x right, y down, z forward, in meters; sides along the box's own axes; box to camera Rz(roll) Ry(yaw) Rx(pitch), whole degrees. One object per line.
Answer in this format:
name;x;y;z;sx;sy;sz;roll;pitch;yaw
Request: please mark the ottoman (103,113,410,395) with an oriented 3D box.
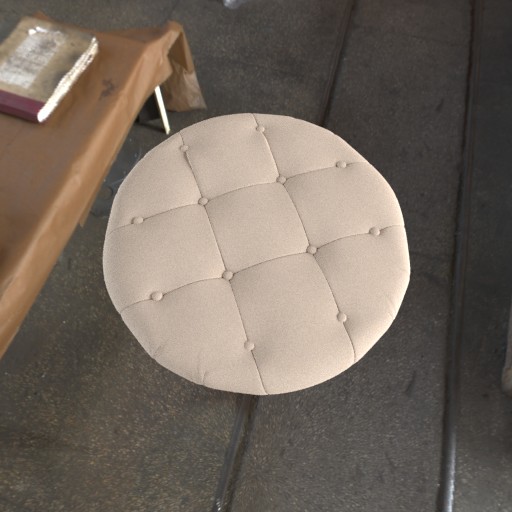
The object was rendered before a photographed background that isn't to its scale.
ottoman;0.000;0.000;1.420;0.901;0.439;0.901;0;64;0
